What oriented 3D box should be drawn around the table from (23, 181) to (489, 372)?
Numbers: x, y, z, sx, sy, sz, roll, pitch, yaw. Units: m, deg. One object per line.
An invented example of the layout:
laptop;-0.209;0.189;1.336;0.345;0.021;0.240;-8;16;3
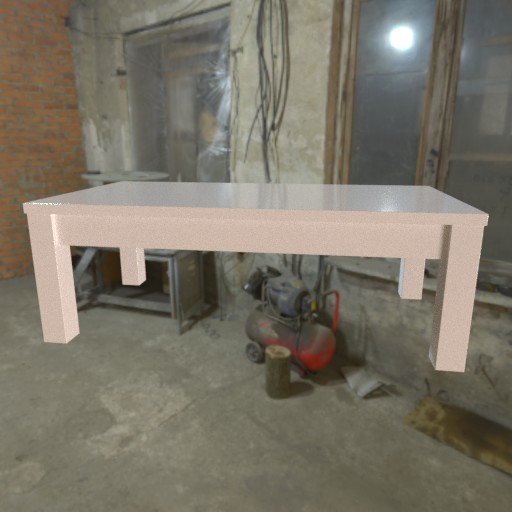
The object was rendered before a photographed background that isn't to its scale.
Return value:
table;0.000;0.000;1.664;1.350;0.470;0.700;2;15;8
